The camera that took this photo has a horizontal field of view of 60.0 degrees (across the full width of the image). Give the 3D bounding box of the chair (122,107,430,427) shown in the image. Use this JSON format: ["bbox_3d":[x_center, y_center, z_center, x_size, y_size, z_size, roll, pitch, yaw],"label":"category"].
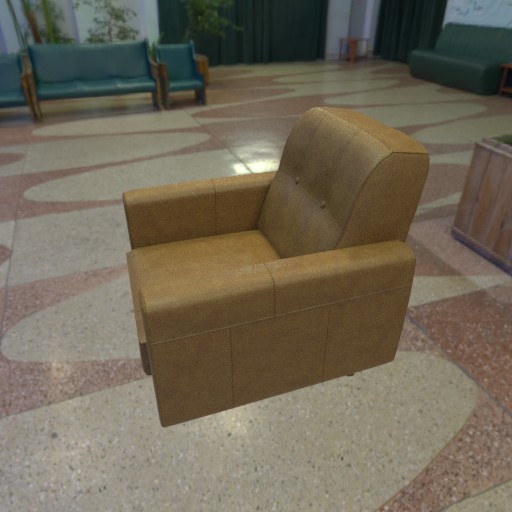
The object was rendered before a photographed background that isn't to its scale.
[{"bbox_3d":[0.000,0.000,1.680,0.942,0.968,0.845,-10,33,-15],"label":"chair"}]
